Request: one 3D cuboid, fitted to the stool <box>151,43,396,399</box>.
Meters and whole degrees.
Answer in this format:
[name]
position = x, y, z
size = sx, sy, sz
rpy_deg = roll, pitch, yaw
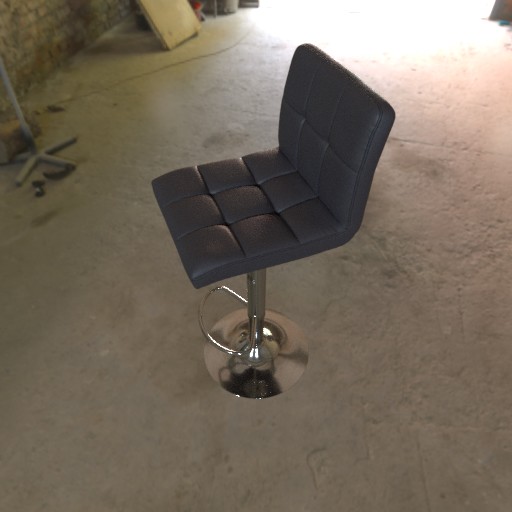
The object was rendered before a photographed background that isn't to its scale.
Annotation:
[stool]
position = 0.000, 0.000, 1.399
size = 0.505, 1.115, 0.430
rpy_deg = -17, 49, -15
